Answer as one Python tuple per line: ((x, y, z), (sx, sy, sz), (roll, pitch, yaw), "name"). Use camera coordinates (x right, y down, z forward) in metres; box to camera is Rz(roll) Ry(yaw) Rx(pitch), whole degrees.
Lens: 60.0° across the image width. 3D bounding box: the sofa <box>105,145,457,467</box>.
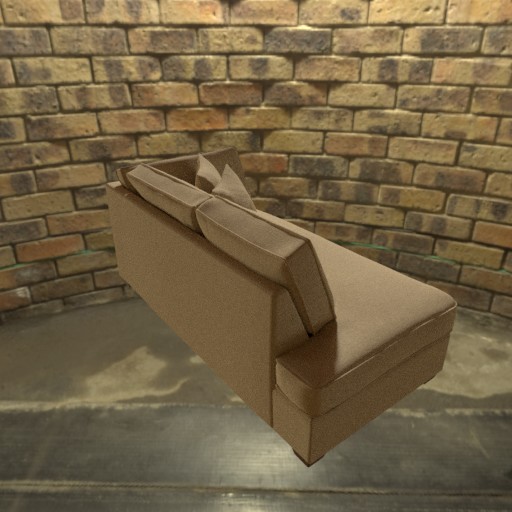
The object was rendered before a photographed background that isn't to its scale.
((0.000, 0.000, 2.841), (1.110, 1.033, 2.237), (-18, 32, -33), "sofa")
